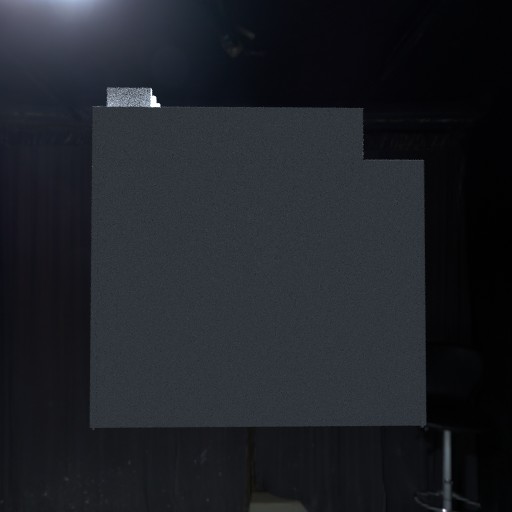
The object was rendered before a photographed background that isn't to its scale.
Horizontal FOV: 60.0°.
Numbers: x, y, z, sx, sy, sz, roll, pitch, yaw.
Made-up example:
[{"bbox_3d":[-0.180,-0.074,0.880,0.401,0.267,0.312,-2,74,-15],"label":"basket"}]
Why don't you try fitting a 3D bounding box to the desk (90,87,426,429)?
[{"bbox_3d":[0.000,0.000,1.719,0.940,0.986,0.940,0,-1,-1],"label":"desk"}]
